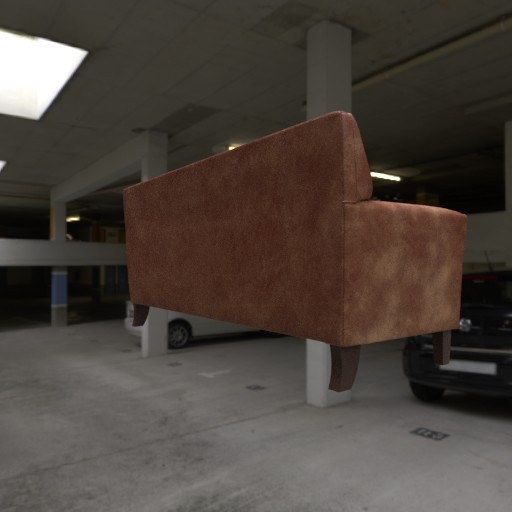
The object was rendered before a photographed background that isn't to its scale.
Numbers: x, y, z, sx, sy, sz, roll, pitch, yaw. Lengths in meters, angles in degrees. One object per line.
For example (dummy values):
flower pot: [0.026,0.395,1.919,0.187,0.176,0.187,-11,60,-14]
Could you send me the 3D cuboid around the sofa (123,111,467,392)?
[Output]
sofa: [0.000,0.000,2.488,0.805,0.947,2.053,0,-1,-36]
